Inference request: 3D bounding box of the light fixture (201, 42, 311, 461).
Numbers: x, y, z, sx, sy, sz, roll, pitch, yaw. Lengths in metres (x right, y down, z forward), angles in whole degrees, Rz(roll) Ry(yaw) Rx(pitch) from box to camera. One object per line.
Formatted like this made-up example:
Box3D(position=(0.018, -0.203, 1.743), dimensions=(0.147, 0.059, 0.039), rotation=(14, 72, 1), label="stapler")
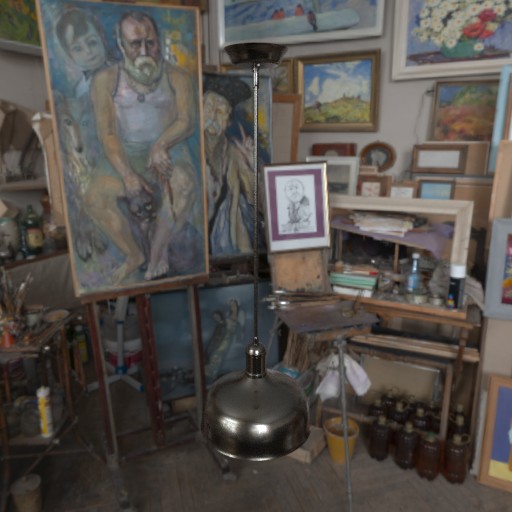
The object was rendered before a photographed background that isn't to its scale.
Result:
Box3D(position=(0.000, 0.000, 1.088), dimensions=(0.299, 0.935, 0.299), rotation=(-3, 15, -10), label="light fixture")
